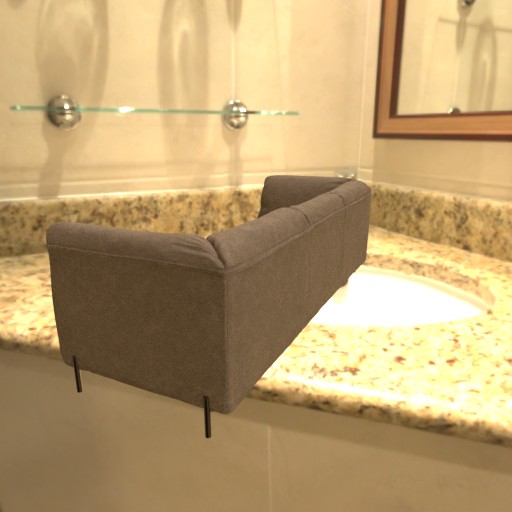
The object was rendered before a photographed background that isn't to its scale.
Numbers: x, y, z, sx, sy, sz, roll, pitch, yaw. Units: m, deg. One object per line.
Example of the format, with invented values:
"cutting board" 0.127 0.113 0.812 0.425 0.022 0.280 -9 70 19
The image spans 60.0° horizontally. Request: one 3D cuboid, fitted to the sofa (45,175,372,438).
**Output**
"sofa" 0.000 0.000 2.654 0.899 0.758 2.238 8 18 25
